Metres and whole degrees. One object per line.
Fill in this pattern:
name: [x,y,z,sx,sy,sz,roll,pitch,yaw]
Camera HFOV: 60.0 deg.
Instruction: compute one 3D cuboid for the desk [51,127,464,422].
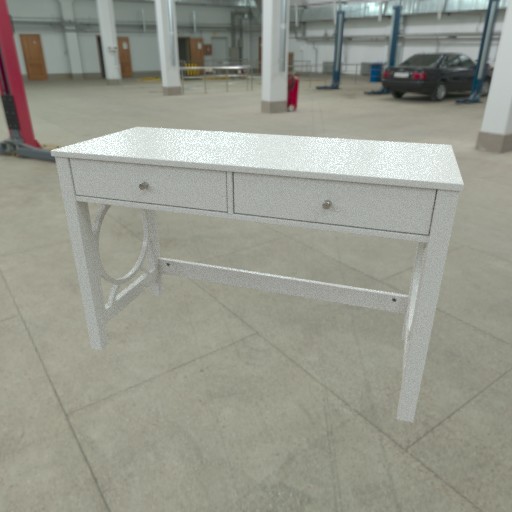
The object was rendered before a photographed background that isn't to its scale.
desk: [0.000,0.000,1.578,1.191,0.762,0.504,8,26,17]
